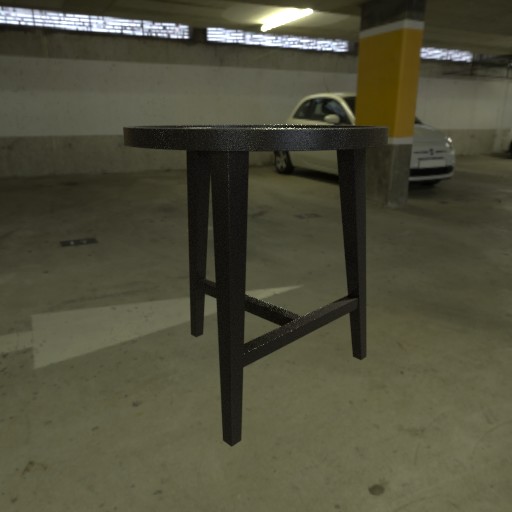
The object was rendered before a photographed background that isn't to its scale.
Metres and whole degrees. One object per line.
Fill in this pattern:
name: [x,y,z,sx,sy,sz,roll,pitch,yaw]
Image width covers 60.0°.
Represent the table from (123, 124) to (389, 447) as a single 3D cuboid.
table: [0.000,0.000,0.944,0.500,0.531,0.500,0,17,0]
